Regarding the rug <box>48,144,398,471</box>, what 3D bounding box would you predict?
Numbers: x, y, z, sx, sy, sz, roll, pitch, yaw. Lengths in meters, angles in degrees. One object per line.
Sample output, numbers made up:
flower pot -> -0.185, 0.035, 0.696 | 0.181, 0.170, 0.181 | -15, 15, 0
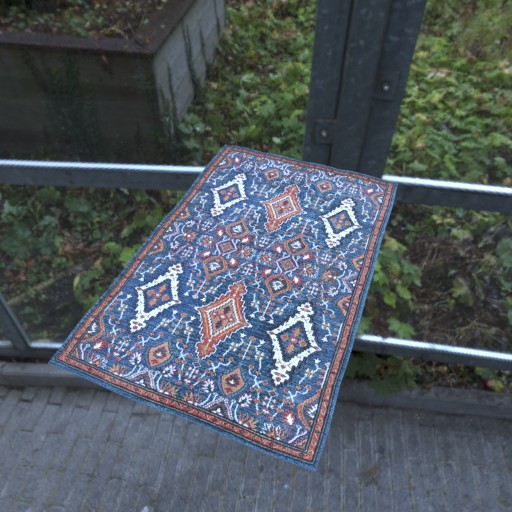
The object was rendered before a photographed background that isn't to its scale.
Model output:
rug -> 0.000, 0.000, 2.328 | 1.195, 0.014, 1.847 | 16, 48, 15
